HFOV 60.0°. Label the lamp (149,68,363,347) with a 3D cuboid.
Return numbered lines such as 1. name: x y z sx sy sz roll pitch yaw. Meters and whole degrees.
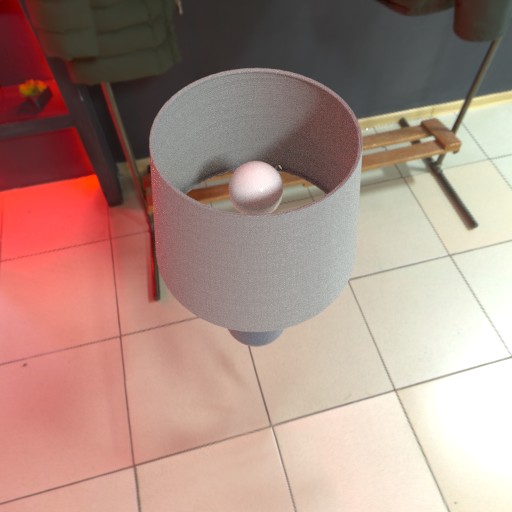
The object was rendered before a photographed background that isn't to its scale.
1. lamp: 0.000 0.000 0.596 0.253 0.428 0.253 0 57 0
